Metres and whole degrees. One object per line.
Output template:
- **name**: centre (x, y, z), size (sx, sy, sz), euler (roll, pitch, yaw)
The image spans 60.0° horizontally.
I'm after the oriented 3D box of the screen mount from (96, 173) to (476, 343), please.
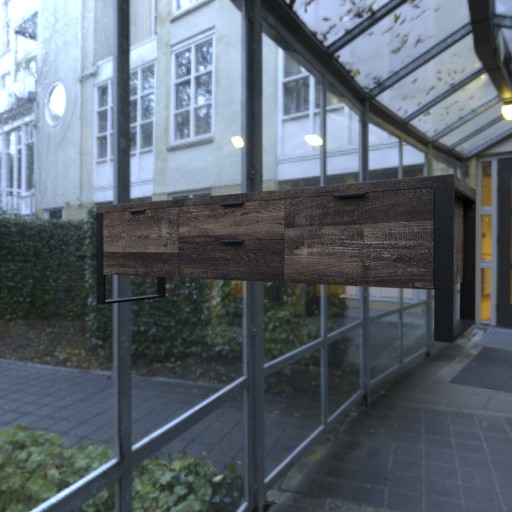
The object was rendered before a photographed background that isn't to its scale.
- **screen mount**: centre (0.000, 0.000, 1.761), size (1.524, 0.450, 0.395), euler (0, 1, 34)
